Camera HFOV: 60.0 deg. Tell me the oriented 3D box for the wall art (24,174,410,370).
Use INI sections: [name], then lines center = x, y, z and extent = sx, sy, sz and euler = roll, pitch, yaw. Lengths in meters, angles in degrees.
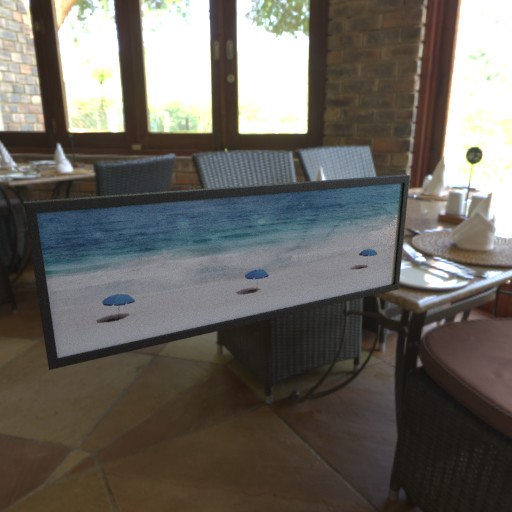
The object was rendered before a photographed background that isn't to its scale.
[wall art]
center = 0.000, 0.000, 1.758
extent = 1.572, 0.554, 0.041
euler = -9, 19, -27
